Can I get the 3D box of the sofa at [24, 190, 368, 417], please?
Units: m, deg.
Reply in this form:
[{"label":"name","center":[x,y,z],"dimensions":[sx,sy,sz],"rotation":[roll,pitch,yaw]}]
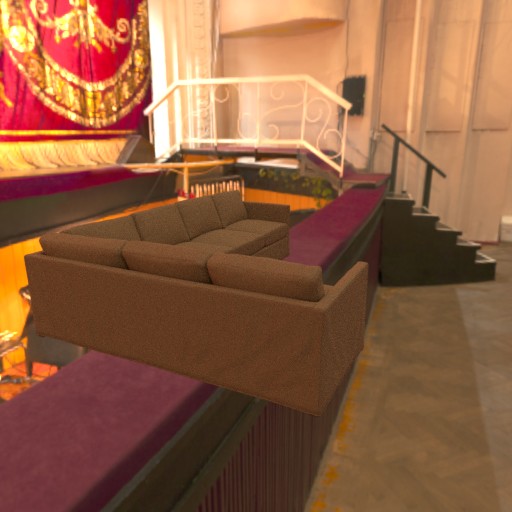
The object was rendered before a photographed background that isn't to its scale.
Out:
[{"label":"sofa","center":[0.000,0.000,4.299],"dimensions":[2.432,0.871,3.182],"rotation":[8,18,25]}]
